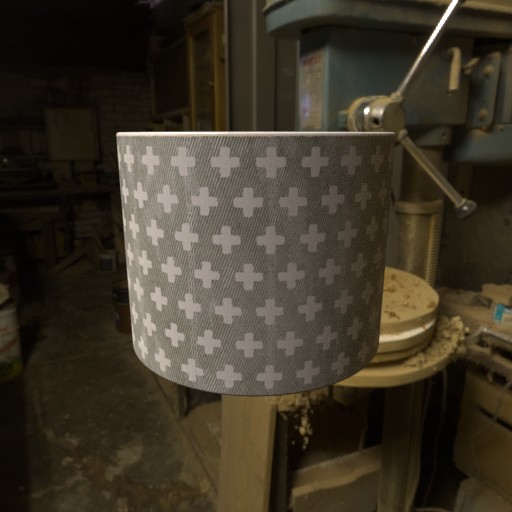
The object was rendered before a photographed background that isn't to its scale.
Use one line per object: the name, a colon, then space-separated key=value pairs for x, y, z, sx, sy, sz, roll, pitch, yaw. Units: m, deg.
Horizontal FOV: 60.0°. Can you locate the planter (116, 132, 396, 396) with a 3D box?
planter: x=0.000 y=0.000 z=0.338 sx=0.190 sy=0.181 sz=0.190 roll=0 pitch=15 yaw=0
